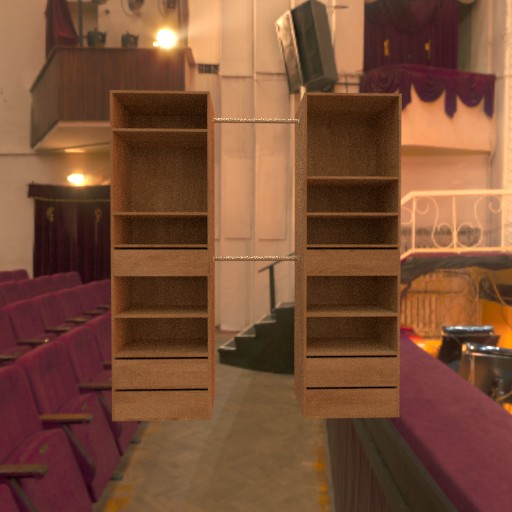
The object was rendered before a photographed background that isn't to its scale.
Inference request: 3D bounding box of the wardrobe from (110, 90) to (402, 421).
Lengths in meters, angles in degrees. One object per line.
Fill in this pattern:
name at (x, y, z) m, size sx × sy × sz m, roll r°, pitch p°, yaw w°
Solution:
wardrobe at (0.000, 0.000, 2.948) m, size 1.770 × 2.000 × 0.480 m, roll 0°, pitch 1°, yaw -2°
